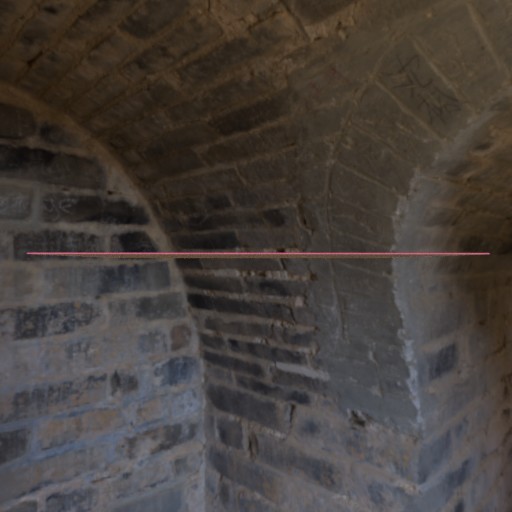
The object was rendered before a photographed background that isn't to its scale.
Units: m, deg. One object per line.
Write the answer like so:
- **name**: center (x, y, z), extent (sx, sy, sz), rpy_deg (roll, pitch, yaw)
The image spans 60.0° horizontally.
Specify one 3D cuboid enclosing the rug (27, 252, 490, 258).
- **rug**: center (0.000, 0.000, 3.947), extent (2.929, 0.012, 2.300), rpy_deg (0, -1, -2)
